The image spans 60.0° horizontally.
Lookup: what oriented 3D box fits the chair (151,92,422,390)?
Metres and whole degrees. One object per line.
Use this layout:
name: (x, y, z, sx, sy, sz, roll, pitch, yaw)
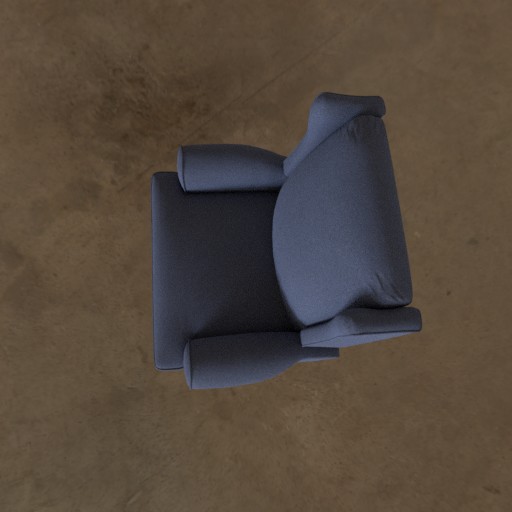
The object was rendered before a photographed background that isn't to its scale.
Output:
chair: (0.000, 0.000, 1.741, 0.877, 1.020, 0.971, -4, 75, -1)
